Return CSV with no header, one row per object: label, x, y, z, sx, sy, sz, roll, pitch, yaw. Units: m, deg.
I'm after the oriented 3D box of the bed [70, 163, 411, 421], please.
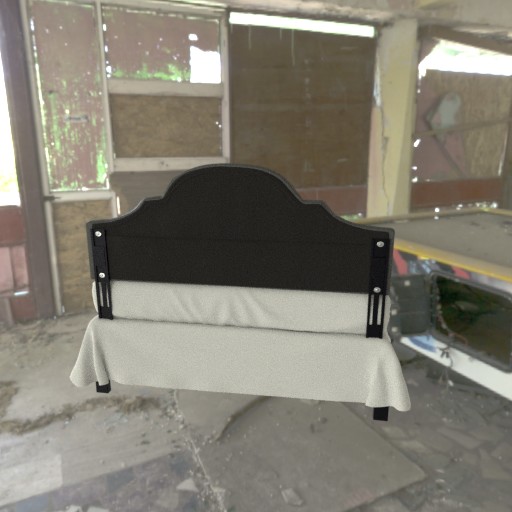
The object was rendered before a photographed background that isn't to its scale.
bed,0.000,0.000,3.769,2.303,1.631,2.222,2,15,9
